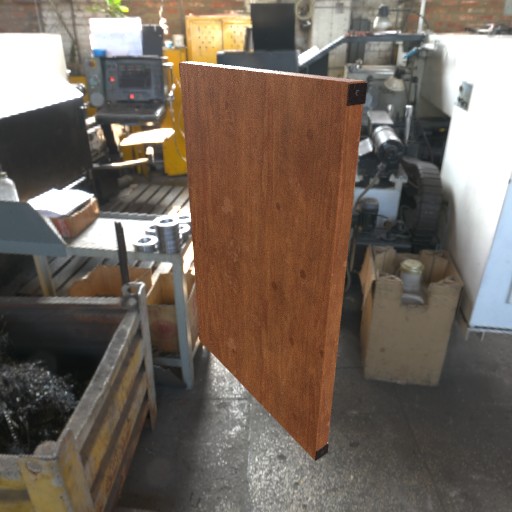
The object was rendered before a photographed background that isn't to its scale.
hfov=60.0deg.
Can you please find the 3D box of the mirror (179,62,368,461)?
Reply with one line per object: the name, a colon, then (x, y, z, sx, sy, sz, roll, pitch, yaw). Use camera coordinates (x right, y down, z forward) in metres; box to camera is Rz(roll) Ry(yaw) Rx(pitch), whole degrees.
mirror: (0.000, 0.000, 0.977, 0.053, 0.761, 0.517, -18, 32, -31)
